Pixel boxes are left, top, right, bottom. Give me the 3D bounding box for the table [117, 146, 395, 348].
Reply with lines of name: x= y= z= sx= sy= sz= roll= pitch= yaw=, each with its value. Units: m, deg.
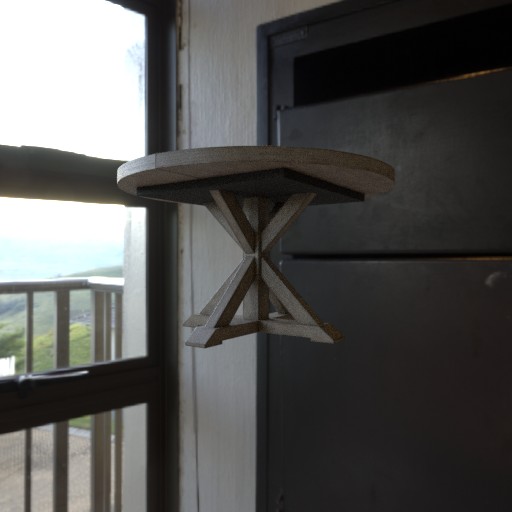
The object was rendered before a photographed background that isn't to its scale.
table: x=0.000 y=0.000 z=2.269 sx=1.363 sy=0.781 sz=1.363 roll=0 pitch=-1 yaw=0
